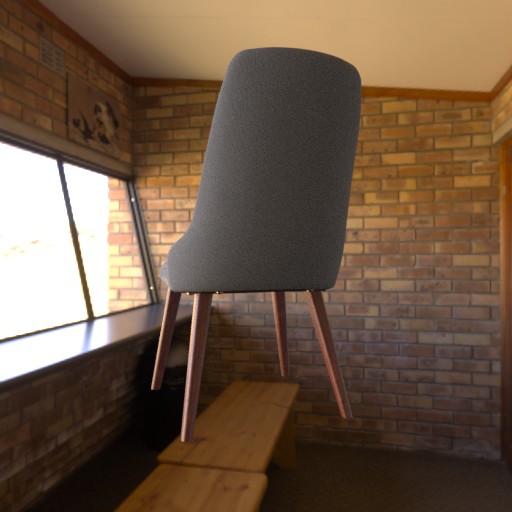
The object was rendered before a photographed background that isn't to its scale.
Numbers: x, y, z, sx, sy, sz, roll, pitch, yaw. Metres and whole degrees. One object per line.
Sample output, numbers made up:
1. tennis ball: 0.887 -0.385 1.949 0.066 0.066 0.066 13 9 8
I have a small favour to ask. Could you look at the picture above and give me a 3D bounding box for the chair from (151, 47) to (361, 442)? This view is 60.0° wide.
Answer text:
1. chair: 0.000 0.000 1.311 0.535 0.918 0.707 0 0 -19
